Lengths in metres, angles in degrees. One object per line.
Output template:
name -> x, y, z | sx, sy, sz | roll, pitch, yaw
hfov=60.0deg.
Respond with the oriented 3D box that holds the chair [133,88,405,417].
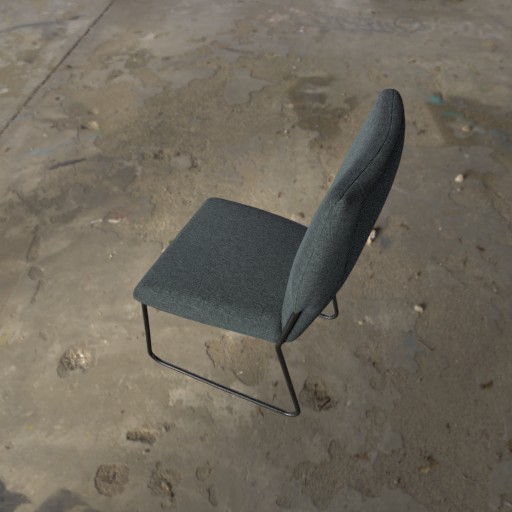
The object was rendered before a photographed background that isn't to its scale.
chair -> 0.000, 0.000, 1.289 | 0.635, 0.931, 0.480 | 18, 50, 16
